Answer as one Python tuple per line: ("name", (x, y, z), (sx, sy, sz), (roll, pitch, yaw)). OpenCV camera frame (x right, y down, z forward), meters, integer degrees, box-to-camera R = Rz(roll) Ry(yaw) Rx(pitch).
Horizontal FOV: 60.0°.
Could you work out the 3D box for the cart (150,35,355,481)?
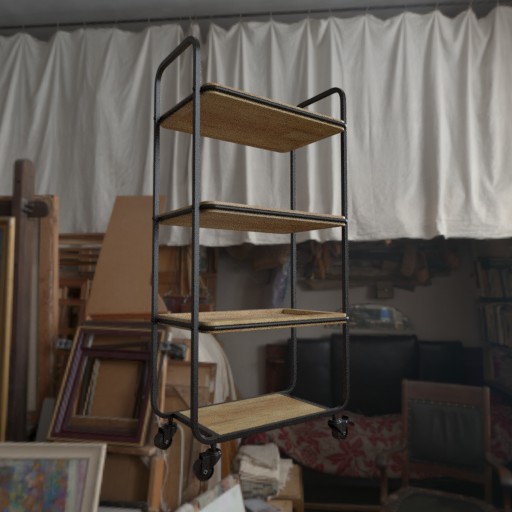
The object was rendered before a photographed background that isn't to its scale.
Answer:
("cart", (0.000, 0.000, 1.306), (0.545, 1.080, 0.321), (2, -4, -35))
